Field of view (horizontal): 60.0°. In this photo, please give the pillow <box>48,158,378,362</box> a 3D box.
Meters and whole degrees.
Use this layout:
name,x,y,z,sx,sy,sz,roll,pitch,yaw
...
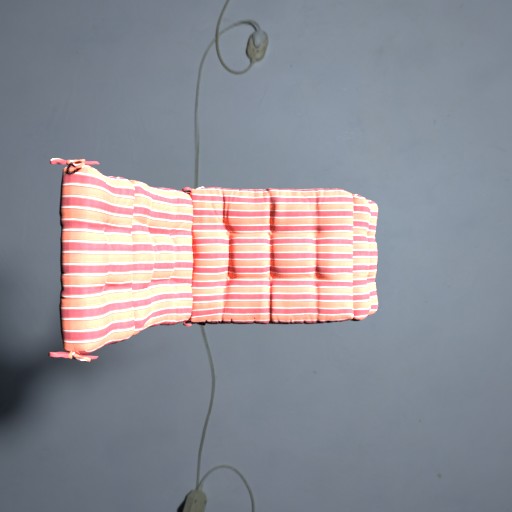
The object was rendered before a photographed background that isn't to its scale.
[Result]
name,x,y,z,sx,sy,sz,roll,pitch,yaw
pillow,0.000,0.000,1.489,1.016,0.863,0.526,0,90,1
